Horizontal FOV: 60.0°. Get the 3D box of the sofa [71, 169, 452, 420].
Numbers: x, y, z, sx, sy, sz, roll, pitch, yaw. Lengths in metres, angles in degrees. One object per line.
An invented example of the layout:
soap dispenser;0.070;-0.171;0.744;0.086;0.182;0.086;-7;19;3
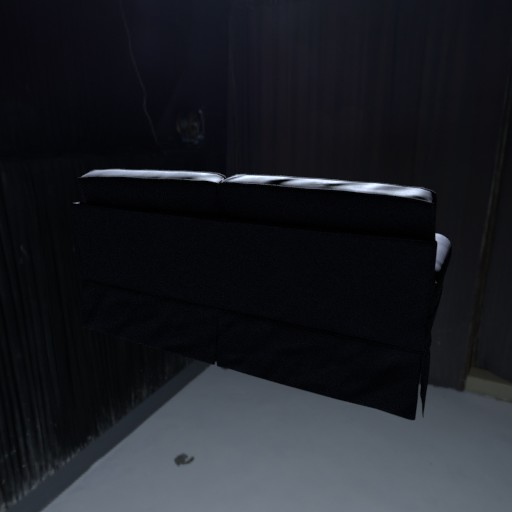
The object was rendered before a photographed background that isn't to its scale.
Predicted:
sofa;0.000;0.000;2.829;2.256;1.094;0.983;8;18;27
